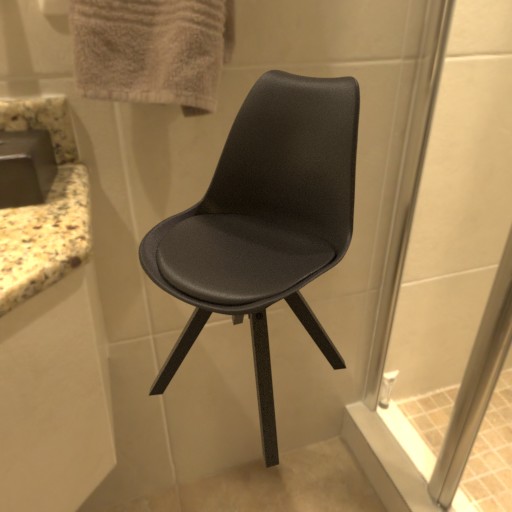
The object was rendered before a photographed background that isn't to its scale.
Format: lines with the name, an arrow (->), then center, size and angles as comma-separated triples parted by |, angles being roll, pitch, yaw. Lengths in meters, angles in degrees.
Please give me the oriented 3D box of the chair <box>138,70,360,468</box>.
chair -> 0.000, 0.000, 1.176 | 0.485, 0.850, 0.550 | 19, 35, 29
